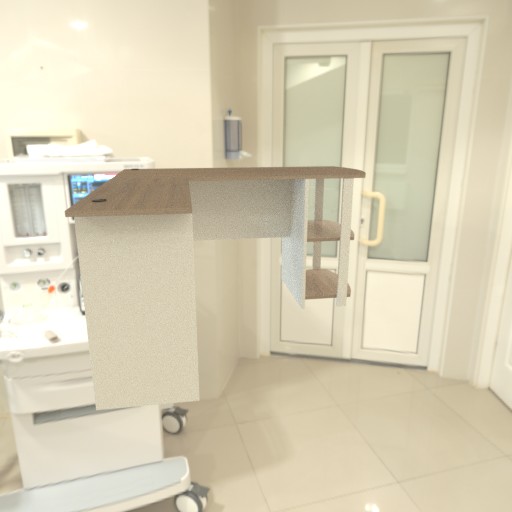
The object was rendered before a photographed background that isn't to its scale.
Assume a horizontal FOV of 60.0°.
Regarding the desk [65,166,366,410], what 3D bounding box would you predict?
[{"bbox_3d":[0.000,0.000,2.082,1.303,0.716,1.361,-3,16,-9],"label":"desk"}]
